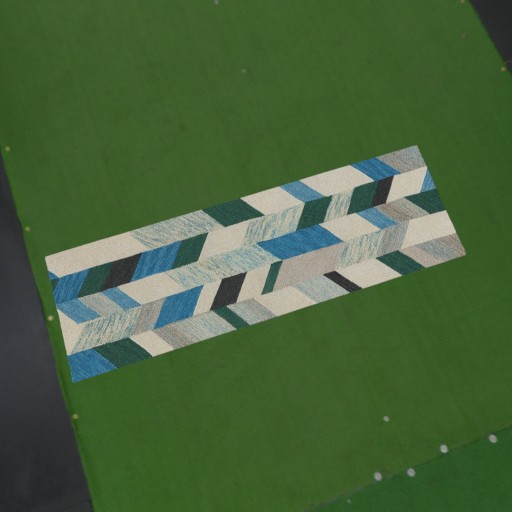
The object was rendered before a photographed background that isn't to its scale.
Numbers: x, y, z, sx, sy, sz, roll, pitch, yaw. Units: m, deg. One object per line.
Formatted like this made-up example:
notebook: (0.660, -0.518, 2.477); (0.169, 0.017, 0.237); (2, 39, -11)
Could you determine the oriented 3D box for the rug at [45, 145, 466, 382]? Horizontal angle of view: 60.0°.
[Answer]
rug: (0.000, 0.000, 2.686); (2.437, 0.008, 0.774); (-17, 77, -4)
